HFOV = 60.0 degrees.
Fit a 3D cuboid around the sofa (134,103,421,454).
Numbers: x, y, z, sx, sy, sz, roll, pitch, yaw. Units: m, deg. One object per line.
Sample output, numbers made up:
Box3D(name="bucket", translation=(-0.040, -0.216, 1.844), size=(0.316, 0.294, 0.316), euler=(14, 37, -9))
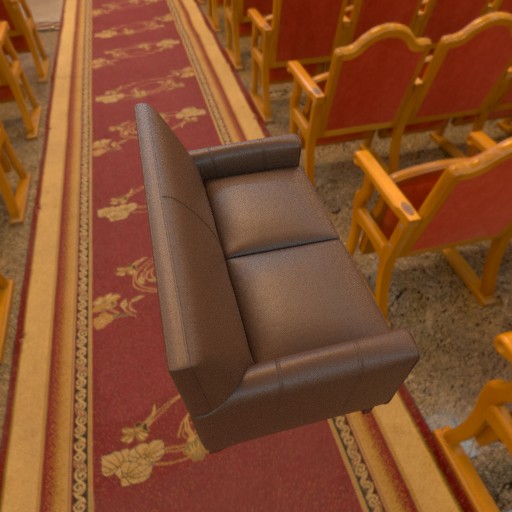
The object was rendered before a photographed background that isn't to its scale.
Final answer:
Box3D(name="sofa", translation=(0.000, 0.000, 2.038), size=(0.853, 0.859, 1.468), euler=(-10, 48, -10))
